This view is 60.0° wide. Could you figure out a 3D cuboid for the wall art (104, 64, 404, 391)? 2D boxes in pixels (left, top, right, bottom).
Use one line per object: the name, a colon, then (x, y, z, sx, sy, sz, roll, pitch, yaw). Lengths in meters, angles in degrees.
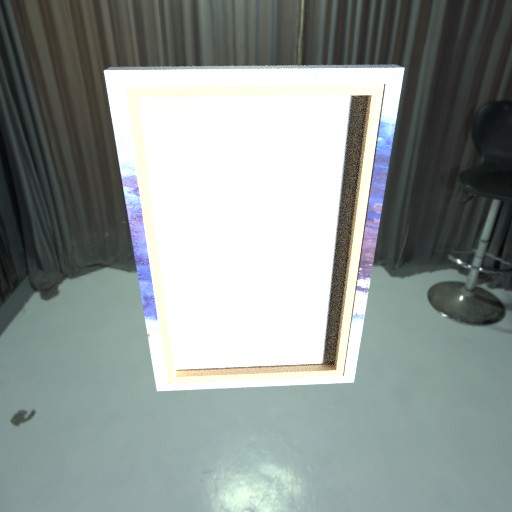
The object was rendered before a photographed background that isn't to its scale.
wall art: (0.000, 0.000, 1.105, 0.583, 0.874, 0.048, -2, 31, -3)
